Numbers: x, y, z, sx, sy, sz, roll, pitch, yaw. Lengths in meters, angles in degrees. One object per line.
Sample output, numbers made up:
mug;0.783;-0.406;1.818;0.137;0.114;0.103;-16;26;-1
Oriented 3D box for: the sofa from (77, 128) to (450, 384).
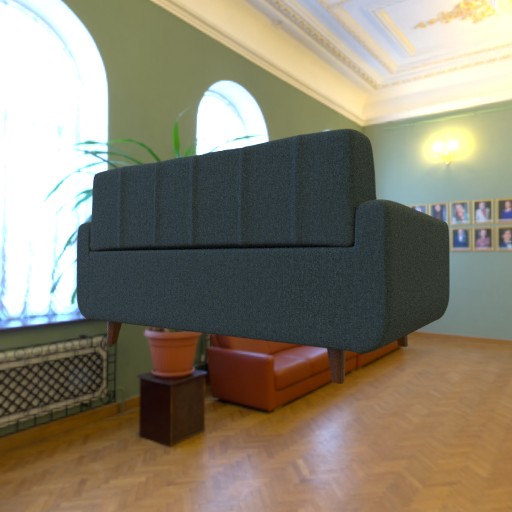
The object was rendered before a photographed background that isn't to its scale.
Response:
sofa;0.000;0.000;2.234;1.651;0.896;0.942;0;-1;34
